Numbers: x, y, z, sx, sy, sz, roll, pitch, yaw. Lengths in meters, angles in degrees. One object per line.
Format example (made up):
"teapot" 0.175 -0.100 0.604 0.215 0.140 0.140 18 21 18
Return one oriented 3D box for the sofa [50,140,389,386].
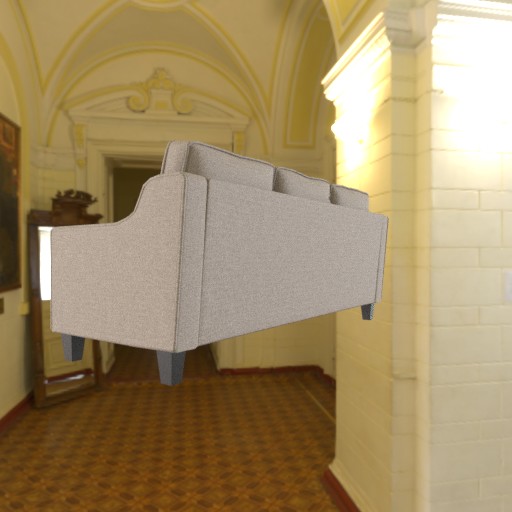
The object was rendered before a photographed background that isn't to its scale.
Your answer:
"sofa" 0.000 0.000 2.661 0.899 0.950 2.129 0 0 35
